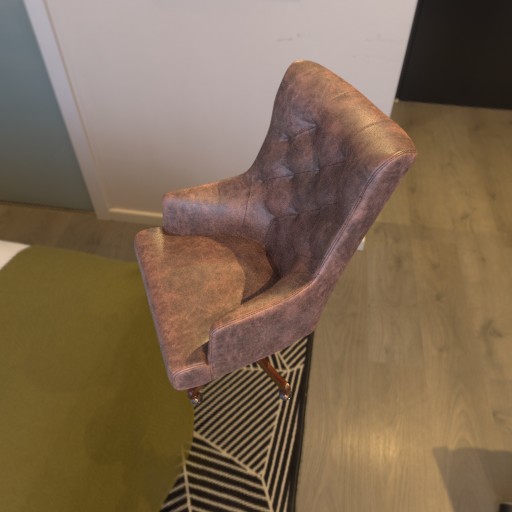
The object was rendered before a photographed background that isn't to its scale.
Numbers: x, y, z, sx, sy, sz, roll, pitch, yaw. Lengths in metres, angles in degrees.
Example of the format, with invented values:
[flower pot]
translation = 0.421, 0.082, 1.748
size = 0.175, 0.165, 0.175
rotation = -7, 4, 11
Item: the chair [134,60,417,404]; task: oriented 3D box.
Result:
[chair]
translation = 0.000, 0.000, 1.504
size = 0.762, 1.035, 0.641
rotation = -15, 48, -14
